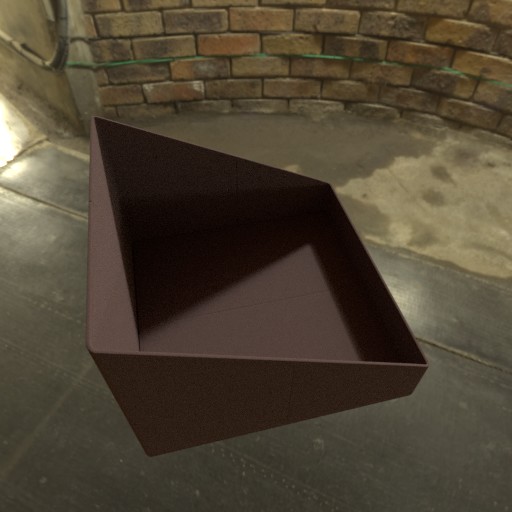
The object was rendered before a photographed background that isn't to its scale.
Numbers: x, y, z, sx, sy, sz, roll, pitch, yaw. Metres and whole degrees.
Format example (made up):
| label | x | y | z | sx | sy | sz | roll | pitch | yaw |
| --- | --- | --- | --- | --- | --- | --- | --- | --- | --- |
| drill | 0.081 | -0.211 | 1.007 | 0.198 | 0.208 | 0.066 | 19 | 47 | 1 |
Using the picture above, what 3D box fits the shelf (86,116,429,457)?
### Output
| label | x | y | z | sx | sy | sz | roll | pitch | yaw |
| --- | --- | --- | --- | --- | --- | --- | --- | --- | --- |
| shelf | 0.000 | 0.000 | 0.477 | 0.292 | 0.210 | 0.292 | -10 | 49 | -9 |
